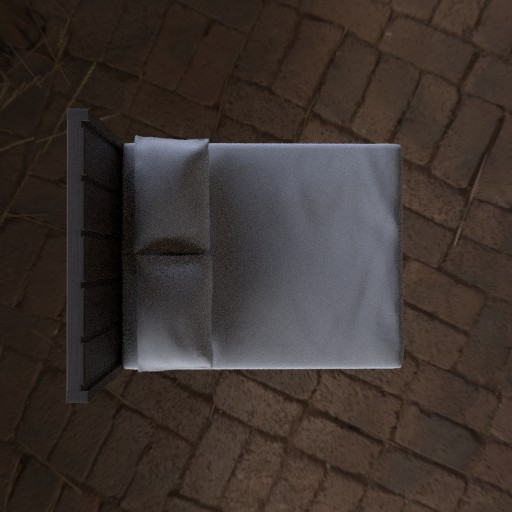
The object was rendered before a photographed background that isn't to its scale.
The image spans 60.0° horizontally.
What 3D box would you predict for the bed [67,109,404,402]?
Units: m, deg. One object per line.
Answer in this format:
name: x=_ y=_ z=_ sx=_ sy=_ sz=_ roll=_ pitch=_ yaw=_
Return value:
bed: x=0.000 y=0.000 z=3.255 sx=2.242 sy=1.270 sz=1.727 roll=0 pitch=90 yaw=-1
